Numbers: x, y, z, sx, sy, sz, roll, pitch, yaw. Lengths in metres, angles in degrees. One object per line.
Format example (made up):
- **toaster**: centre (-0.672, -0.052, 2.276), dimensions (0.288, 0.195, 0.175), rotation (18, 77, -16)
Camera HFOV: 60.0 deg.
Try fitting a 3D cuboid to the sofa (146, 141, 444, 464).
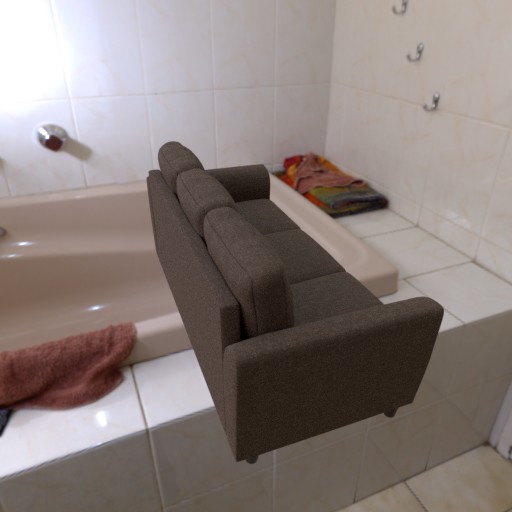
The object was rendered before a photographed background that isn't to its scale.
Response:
- **sofa**: centre (0.000, 0.000, 2.340), dimensions (0.837, 0.891, 1.847), rotation (-11, 31, -18)
